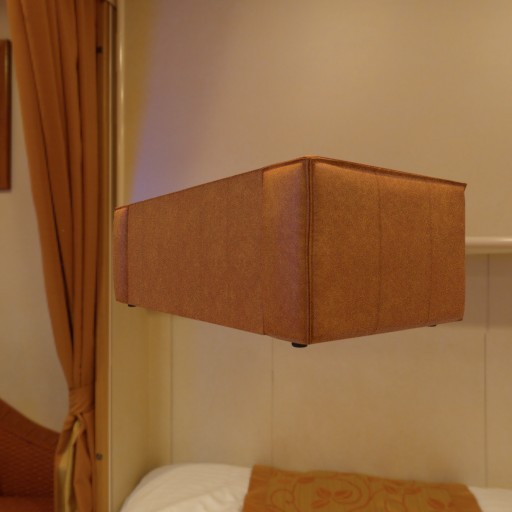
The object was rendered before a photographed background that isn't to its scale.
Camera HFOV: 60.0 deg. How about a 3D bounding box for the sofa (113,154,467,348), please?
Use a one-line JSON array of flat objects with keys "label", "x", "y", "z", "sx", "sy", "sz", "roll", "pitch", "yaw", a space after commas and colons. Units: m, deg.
[{"label": "sofa", "x": 0.000, "y": 0.000, "z": 2.645, "sx": 1.102, "sy": 0.703, "sz": 2.088, "roll": 0, "pitch": 0, "yaw": -36}]
